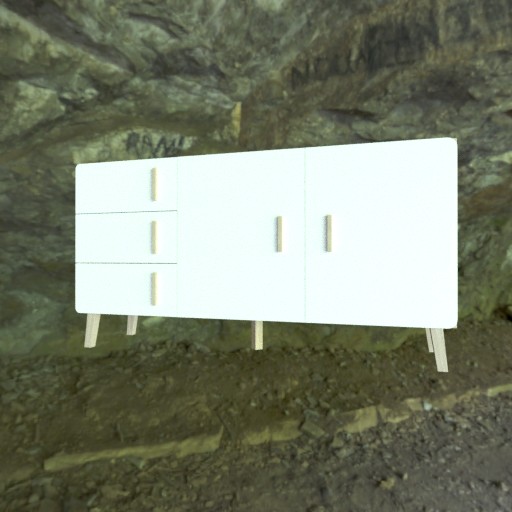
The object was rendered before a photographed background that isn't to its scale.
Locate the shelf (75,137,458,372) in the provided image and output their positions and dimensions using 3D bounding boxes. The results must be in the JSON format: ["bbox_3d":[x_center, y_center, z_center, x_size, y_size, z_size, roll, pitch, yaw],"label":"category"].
[{"bbox_3d":[0.000,0.000,1.844,1.490,0.780,0.400,0,0,17],"label":"shelf"}]
